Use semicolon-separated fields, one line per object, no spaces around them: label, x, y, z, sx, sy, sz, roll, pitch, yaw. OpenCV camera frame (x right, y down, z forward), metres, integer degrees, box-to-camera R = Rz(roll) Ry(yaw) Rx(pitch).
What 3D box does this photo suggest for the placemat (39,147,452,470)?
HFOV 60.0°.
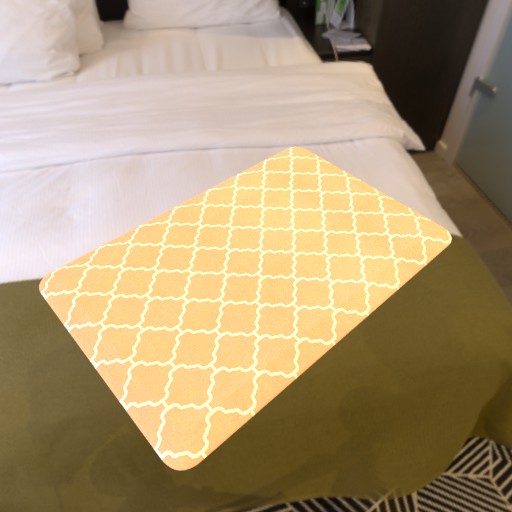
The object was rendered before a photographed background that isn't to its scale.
placemat;0.000;0.000;0.940;0.762;0.021;0.508;-33;55;-28
